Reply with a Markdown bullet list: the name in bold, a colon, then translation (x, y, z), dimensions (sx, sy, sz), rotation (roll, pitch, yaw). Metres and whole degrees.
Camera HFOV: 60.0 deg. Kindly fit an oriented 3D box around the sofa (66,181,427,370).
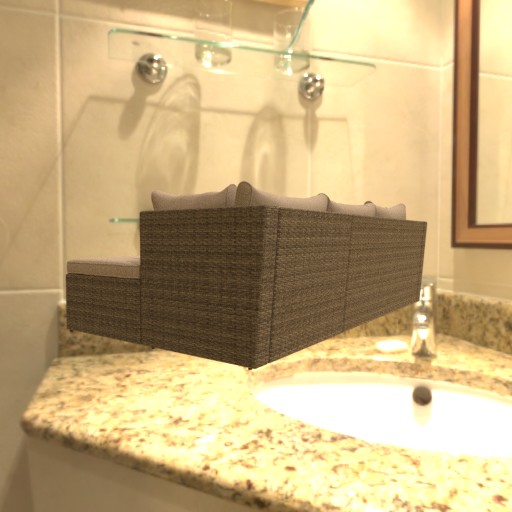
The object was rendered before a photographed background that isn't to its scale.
- **sofa**: translation (0.000, 0.000, 2.990), dimensions (1.662, 0.766, 2.192), rotation (2, 3, 36)
